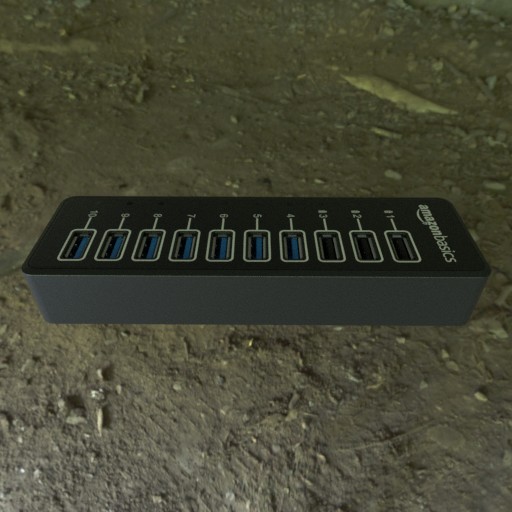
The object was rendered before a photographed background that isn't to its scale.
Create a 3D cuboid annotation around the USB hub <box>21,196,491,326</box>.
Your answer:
[{"bbox_3d":[0.000,0.000,0.157,0.145,0.023,0.044,0,40,0],"label":"USB hub"}]
